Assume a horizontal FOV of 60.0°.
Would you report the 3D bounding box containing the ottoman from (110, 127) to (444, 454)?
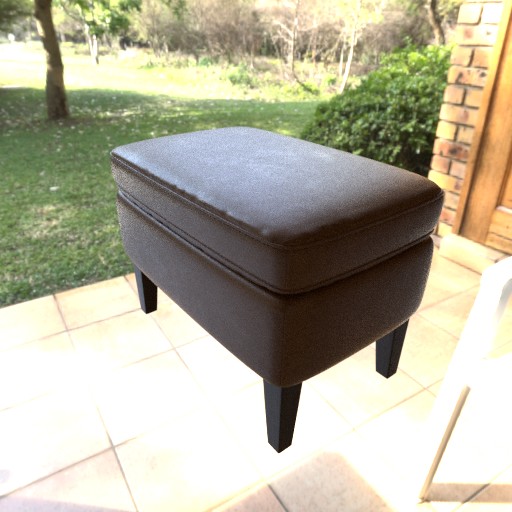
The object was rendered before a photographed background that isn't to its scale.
[{"bbox_3d":[0.000,0.000,1.016,0.420,0.480,0.670,-20,34,-33],"label":"ottoman"}]
